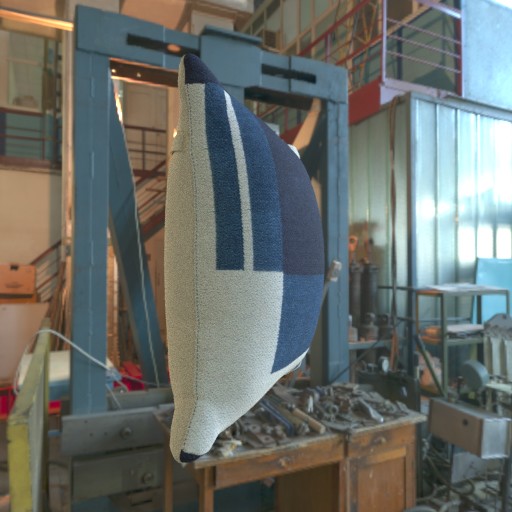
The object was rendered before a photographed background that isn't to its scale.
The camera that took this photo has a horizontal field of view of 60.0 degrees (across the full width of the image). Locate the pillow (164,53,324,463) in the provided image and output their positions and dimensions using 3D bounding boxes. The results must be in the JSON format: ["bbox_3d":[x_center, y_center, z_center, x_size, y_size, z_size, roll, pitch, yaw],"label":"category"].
[{"bbox_3d":[0.000,0.000,0.774,0.229,0.506,0.536,0,-1,19],"label":"pillow"}]
